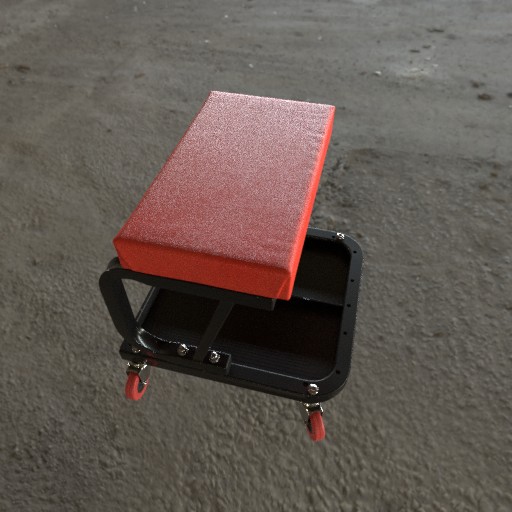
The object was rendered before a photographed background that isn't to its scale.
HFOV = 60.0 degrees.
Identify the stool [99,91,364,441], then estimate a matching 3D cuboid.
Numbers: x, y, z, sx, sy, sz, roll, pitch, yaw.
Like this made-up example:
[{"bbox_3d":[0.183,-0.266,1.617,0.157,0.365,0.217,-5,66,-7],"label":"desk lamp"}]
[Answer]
[{"bbox_3d":[0.000,0.000,0.745,0.371,0.380,0.446,11,49,10],"label":"stool"}]
